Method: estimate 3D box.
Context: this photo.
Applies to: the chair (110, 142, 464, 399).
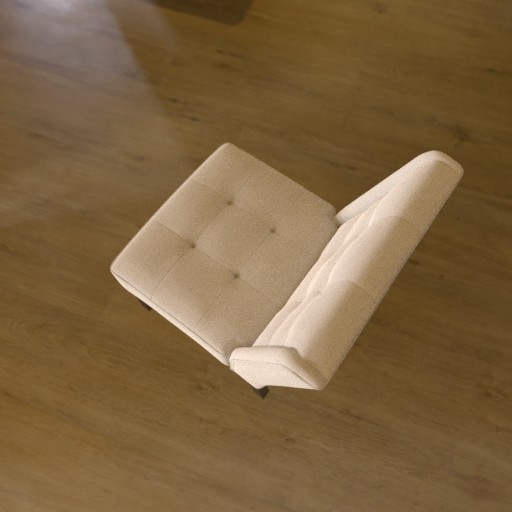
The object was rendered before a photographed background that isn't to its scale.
[{"bbox_3d":[0.000,0.000,1.277,0.676,0.853,0.569,34,71,13],"label":"chair"}]
